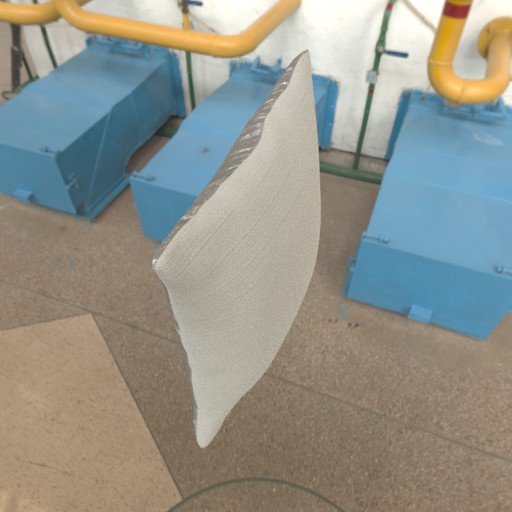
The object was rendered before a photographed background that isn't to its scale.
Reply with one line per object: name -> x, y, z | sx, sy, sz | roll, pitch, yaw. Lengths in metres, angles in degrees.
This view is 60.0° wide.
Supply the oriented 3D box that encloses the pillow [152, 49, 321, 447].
pillow -> 0.000, 0.000, 0.703 | 0.175, 0.464, 0.470 | 17, 50, 15
